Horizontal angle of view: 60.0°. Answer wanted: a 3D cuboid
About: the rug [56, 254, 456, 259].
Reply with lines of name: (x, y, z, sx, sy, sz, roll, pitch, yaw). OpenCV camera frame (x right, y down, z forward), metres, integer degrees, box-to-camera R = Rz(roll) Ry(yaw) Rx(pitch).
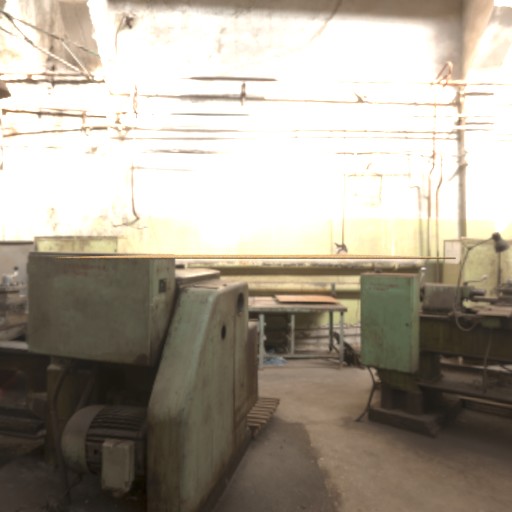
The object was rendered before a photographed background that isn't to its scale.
rug: (0.000, 0.000, 4.198, 2.433, 0.011, 3.037, 0, 1, 0)
